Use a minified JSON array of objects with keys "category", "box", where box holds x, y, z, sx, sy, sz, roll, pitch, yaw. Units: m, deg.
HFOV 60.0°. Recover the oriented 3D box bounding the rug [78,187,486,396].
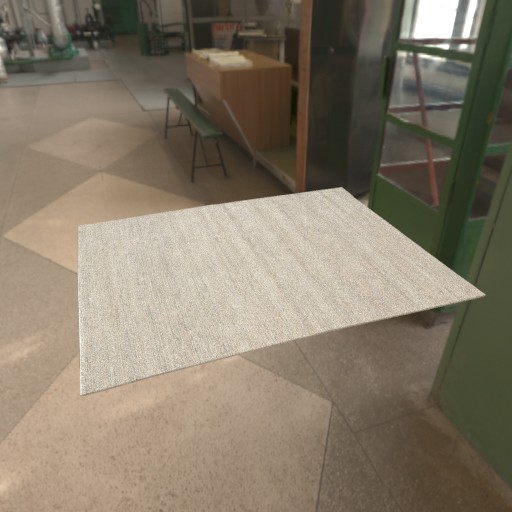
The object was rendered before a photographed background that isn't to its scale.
[{"category":"rug","box":[0.000,0.000,4.765,3.626,0.051,2.757,-10,33,-16]}]
